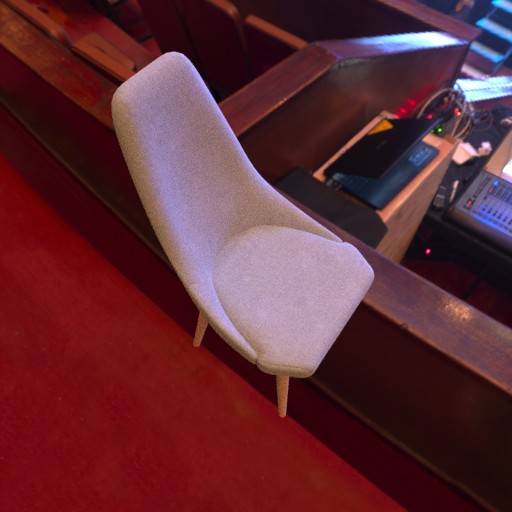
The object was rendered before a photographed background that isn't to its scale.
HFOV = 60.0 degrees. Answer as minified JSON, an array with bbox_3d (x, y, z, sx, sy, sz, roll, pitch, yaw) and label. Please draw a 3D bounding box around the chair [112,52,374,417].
[{"bbox_3d":[0.000,0.000,1.369,0.660,1.040,0.510,31,63,18],"label":"chair"}]
